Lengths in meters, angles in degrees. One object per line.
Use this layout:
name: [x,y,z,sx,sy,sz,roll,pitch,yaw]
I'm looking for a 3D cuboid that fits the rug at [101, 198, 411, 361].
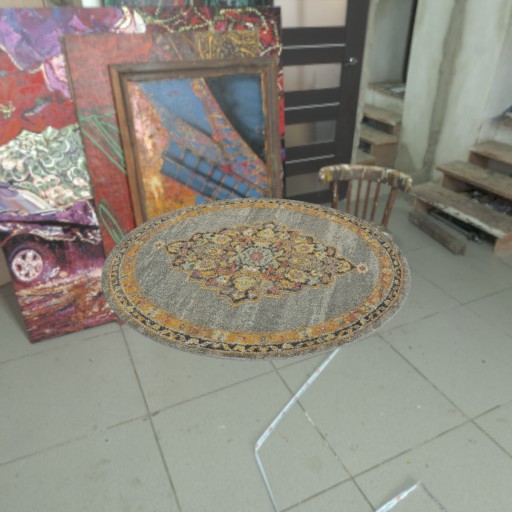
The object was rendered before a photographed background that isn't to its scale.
rug: [0.000,0.000,3.561,2.382,0.014,2.382,0,30,0]
